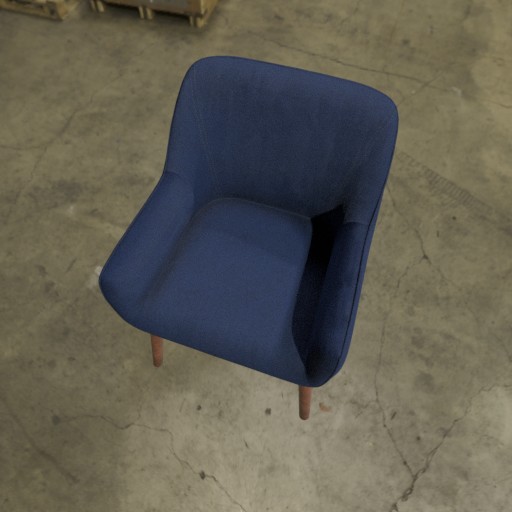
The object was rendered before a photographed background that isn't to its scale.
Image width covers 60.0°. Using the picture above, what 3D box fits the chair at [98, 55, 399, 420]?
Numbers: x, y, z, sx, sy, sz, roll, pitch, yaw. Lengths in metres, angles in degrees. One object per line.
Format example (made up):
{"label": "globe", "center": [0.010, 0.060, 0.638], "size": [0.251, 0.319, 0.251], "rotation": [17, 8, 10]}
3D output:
{"label": "chair", "center": [0.000, 0.000, 1.256], "size": [0.600, 0.820, 0.600], "rotation": [17, 59, 10]}
